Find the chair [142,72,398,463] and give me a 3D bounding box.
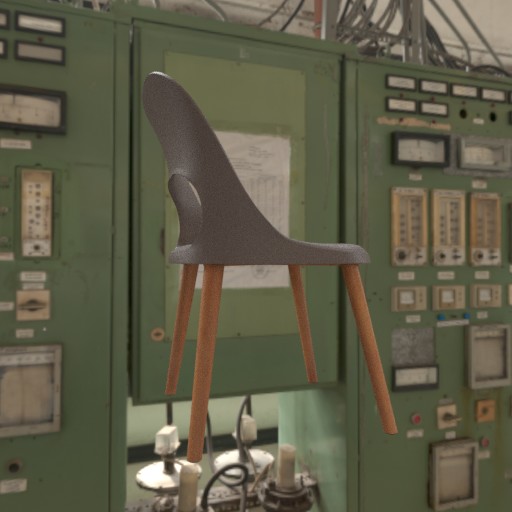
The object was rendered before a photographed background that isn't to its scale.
[{"bbox_3d":[0.000,0.000,1.120,0.556,0.794,0.470,0,0,-17],"label":"chair"}]
